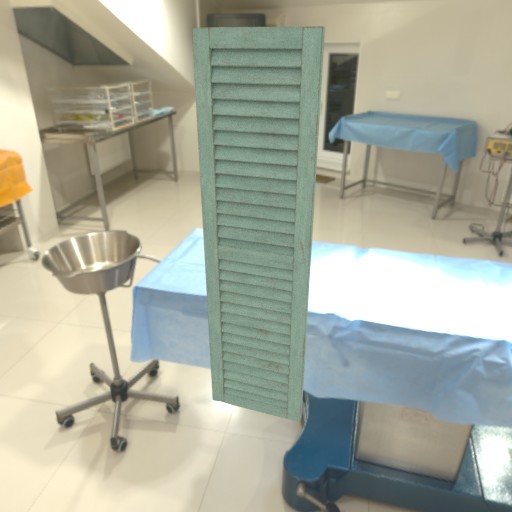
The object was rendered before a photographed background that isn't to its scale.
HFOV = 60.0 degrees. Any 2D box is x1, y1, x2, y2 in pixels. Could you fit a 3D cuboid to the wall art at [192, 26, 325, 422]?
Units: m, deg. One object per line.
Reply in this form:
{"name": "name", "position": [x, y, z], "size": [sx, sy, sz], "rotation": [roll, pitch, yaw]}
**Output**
{"name": "wall art", "position": [0.000, 0.000, 1.328], "size": [0.329, 1.219, 0.025], "rotation": [8, 27, 17]}
